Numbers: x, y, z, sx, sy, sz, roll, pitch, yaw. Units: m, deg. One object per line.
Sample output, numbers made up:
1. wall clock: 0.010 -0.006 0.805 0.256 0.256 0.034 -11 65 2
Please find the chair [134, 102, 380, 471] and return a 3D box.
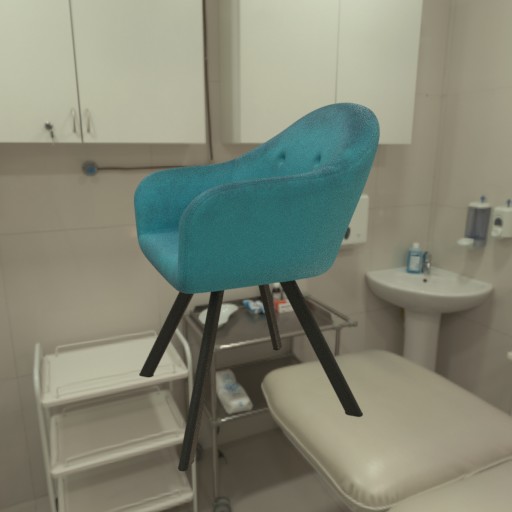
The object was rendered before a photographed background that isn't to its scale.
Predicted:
1. chair: 0.000 0.000 1.163 0.570 0.780 0.540 -6 15 -24
